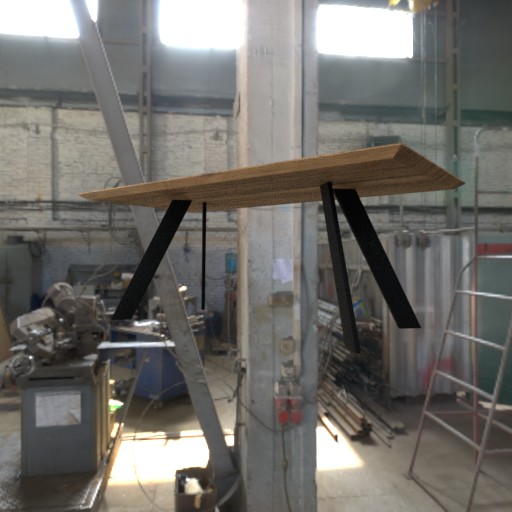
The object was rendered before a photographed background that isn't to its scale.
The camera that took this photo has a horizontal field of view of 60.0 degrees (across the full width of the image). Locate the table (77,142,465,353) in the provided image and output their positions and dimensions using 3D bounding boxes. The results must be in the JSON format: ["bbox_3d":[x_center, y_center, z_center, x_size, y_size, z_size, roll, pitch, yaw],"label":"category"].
[{"bbox_3d":[0.000,0.000,2.524,2.000,0.770,1.000,0,0,37],"label":"table"}]
